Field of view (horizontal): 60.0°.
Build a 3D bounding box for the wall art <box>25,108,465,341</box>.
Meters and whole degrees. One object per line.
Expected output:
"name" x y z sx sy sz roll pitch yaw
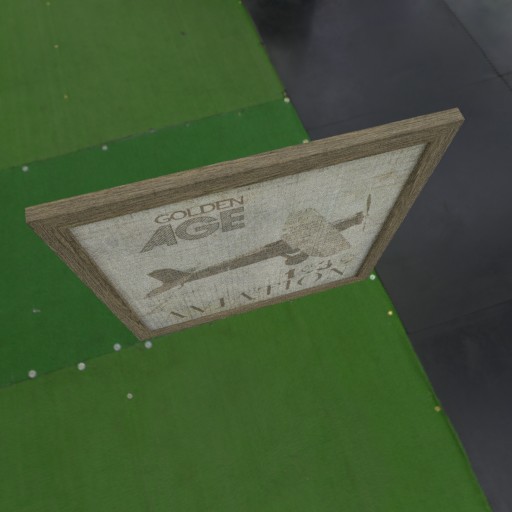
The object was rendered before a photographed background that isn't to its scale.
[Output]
"wall art" 0.000 0.000 0.729 0.508 0.508 0.019 -15 66 -7
